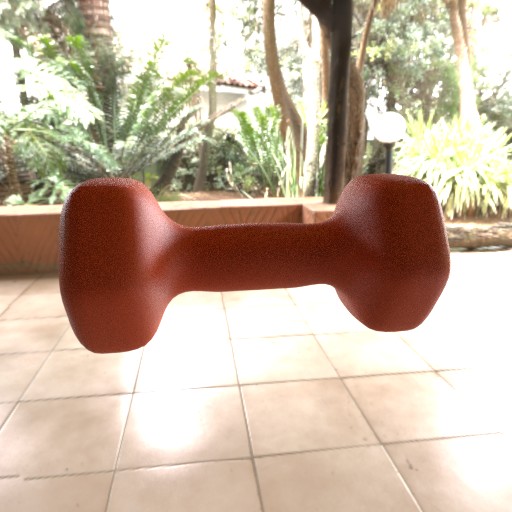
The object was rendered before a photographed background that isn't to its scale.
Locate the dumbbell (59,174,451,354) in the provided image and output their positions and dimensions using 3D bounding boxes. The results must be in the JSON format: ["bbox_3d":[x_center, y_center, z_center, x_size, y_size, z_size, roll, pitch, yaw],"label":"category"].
[{"bbox_3d":[0.000,0.000,0.202,0.162,0.071,0.079,-2,15,-9],"label":"dumbbell"}]
